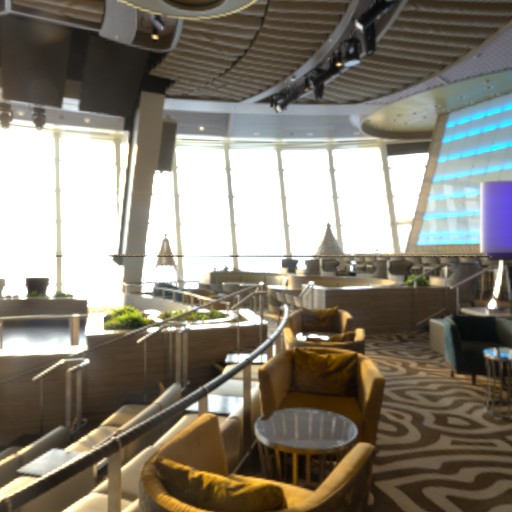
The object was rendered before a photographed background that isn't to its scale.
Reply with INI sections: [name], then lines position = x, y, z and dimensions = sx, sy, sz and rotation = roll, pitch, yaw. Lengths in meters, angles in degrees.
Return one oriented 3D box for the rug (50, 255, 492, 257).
[rug]
position = 0.000, 0.000, 2.511
dimensions = 2.286, 0.008, 0.686
rotation = 0, 0, 18
